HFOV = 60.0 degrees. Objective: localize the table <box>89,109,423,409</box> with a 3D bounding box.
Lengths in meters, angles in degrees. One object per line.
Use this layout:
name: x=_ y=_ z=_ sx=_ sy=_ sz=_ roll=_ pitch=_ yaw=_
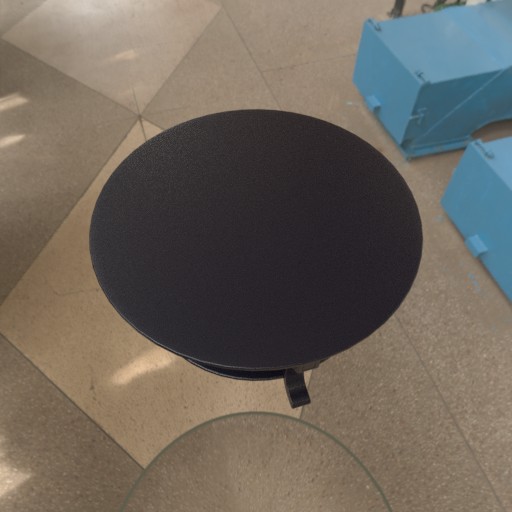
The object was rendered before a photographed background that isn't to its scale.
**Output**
table: x=0.000 y=0.000 z=1.588 sx=1.029 sy=0.491 sz=1.029 roll=0 pitch=55 yaw=0
